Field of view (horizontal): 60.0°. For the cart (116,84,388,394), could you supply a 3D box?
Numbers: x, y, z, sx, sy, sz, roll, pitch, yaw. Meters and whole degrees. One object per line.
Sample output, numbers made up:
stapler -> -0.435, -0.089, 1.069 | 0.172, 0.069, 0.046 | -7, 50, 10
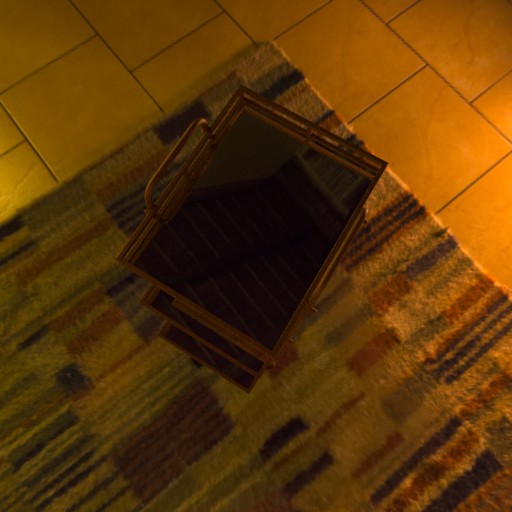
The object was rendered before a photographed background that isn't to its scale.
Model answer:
cart -> 0.000, 0.000, 1.306 | 0.441, 0.883, 0.711 | 31, 77, 8
